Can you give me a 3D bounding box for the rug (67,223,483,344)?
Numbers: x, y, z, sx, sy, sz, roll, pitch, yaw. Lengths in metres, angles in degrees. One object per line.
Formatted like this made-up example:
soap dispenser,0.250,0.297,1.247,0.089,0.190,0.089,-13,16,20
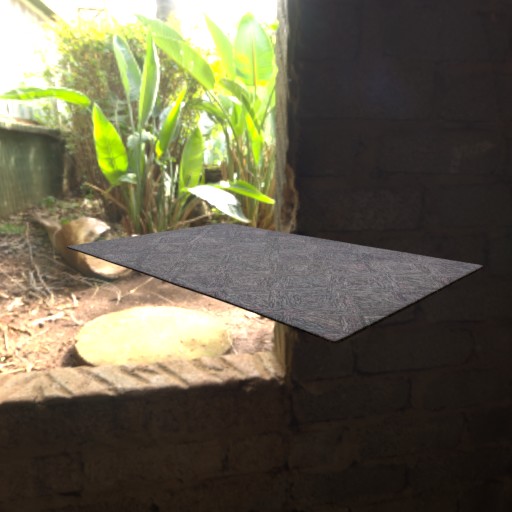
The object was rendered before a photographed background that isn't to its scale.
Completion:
rug,0.000,0.000,2.186,1.752,0.013,1.158,13,18,43
